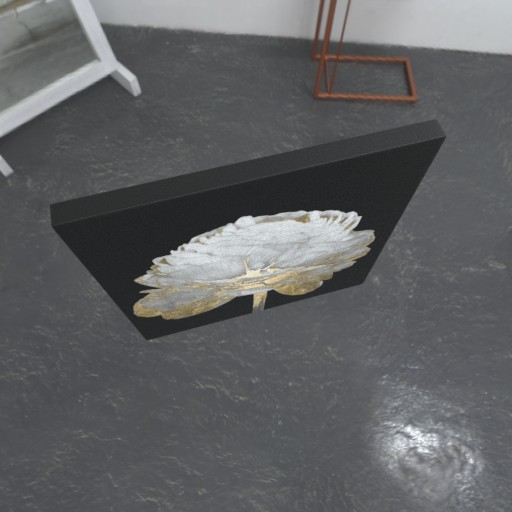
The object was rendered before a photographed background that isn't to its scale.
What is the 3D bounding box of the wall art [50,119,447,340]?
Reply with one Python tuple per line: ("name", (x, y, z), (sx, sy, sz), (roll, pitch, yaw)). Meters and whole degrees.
("wall art", (0.000, 0.000, 0.939), (0.610, 0.611, 0.043), (-14, 65, -7))
